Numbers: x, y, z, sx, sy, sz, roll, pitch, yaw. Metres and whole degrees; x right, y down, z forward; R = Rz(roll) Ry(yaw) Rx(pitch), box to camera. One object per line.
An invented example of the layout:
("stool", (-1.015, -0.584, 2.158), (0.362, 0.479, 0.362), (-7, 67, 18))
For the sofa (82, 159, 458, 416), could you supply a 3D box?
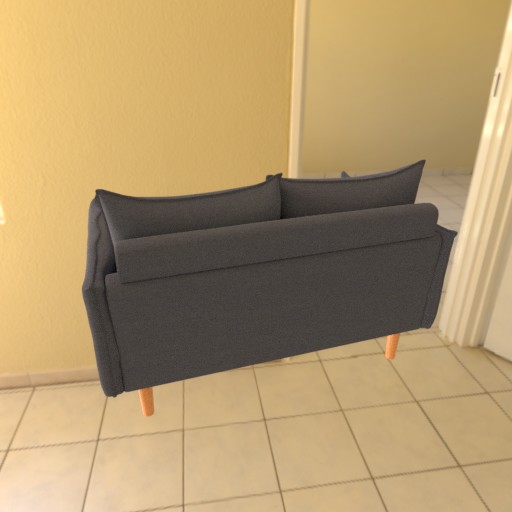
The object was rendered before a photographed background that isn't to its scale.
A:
("sofa", (0.000, 0.000, 1.845), (1.300, 0.840, 0.820), (-8, 28, -16))
